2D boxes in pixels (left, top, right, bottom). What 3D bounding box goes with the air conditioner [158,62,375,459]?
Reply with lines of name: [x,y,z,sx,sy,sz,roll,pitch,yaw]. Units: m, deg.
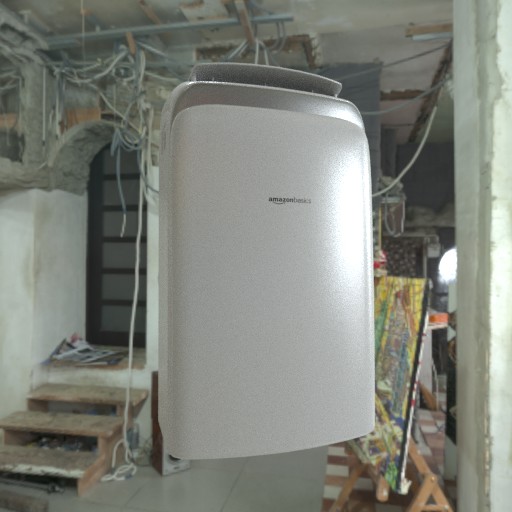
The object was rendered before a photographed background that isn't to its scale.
air conditioner: [0.000,0.000,1.057,0.449,0.786,0.414,0,-1,-18]
